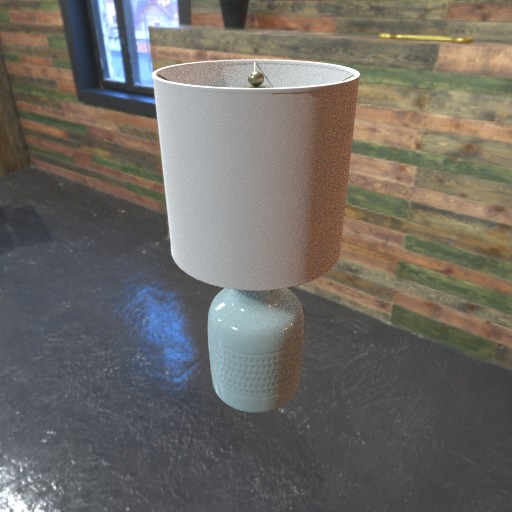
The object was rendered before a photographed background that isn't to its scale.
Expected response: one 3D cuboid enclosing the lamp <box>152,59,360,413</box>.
[{"bbox_3d":[0.000,0.000,1.124,0.418,0.871,0.418,21,36,32],"label":"lamp"}]
